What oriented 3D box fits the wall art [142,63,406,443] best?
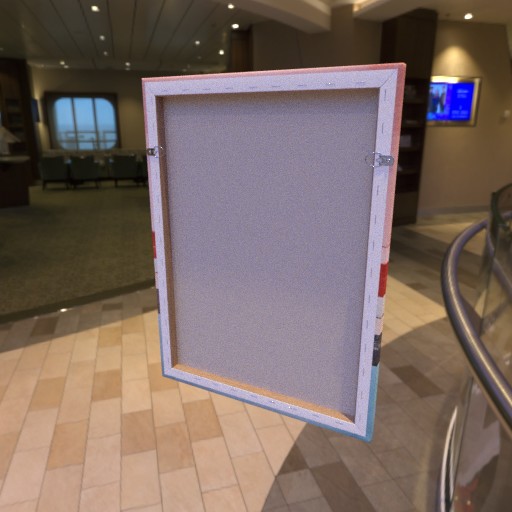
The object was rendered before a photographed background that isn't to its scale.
[{"bbox_3d":[0.000,0.000,1.320,0.761,1.016,0.039,9,19,27],"label":"wall art"}]
